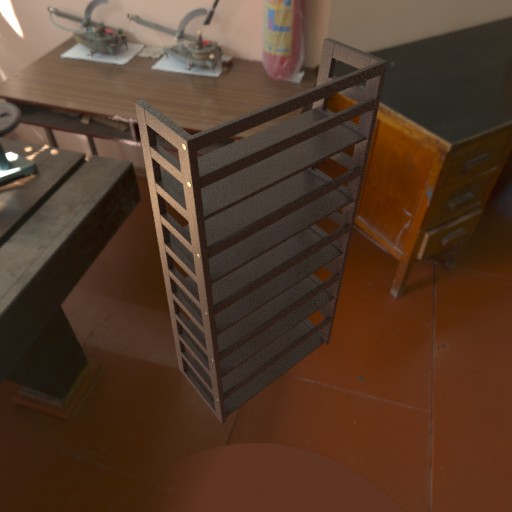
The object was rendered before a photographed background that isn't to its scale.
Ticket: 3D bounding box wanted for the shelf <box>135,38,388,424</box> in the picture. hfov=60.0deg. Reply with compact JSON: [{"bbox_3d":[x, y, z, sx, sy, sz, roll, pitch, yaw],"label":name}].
[{"bbox_3d":[0.000,0.000,1.923,0.763,1.600,0.403,-30,53,-26],"label":"shelf"}]
